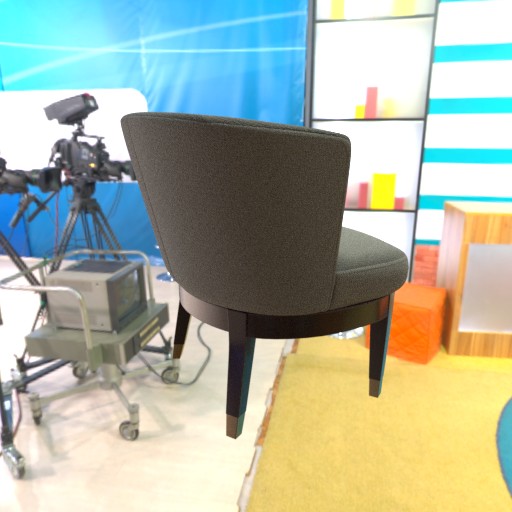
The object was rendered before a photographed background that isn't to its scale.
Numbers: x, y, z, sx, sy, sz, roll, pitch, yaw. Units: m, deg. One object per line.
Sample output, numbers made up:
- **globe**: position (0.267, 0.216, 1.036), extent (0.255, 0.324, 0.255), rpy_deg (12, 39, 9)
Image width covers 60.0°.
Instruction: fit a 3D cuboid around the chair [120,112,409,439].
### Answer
- **chair**: position (0.000, 0.000, 1.251), extent (0.660, 0.760, 0.700), rpy_deg (-8, 18, -27)
